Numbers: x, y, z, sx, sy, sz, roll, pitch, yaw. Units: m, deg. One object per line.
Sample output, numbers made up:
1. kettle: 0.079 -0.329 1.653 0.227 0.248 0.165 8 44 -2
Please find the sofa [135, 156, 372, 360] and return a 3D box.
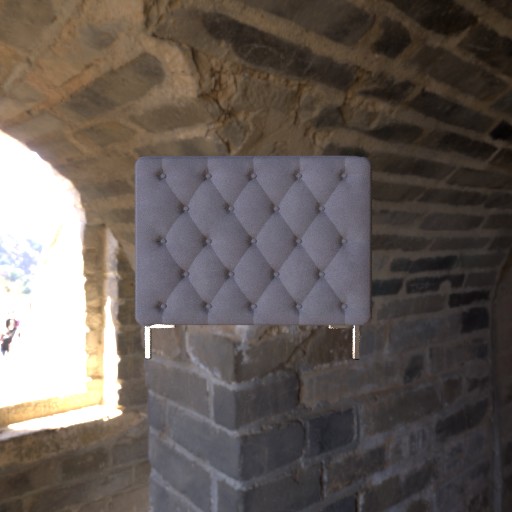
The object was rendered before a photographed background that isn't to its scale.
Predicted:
1. sofa: 0.000 0.000 2.709 0.895 0.771 2.209 0 0 1
